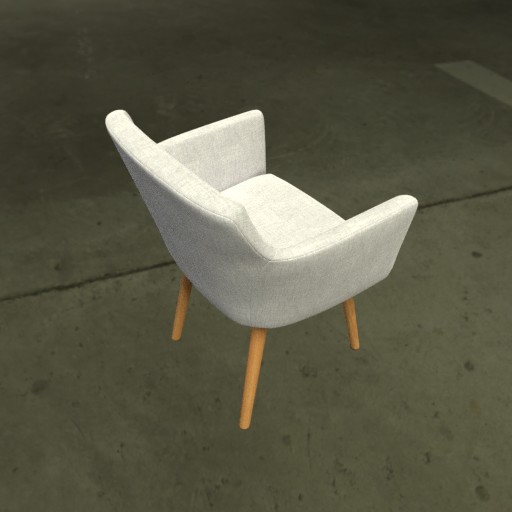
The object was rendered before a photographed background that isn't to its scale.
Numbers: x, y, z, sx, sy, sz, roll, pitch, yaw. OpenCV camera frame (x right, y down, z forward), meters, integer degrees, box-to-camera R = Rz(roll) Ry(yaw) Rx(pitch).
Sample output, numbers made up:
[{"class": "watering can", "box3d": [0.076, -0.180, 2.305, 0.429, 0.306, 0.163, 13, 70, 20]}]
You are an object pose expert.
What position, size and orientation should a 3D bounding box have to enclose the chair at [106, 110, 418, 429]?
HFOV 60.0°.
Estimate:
[{"class": "chair", "box3d": [0.000, 0.000, 1.160, 0.540, 0.780, 0.570, -27, 49, -27]}]
